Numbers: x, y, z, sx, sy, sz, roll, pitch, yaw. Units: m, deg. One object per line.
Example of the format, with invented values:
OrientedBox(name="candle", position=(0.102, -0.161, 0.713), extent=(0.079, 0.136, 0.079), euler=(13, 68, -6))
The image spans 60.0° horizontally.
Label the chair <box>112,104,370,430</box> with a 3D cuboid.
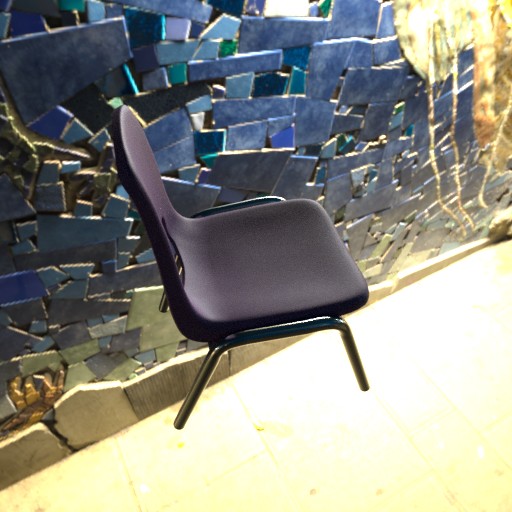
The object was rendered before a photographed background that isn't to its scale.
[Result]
OrientedBox(name="chair", position=(0.000, 0.000, 0.826), extent=(0.419, 0.584, 0.356), euler=(-10, 46, -10))
